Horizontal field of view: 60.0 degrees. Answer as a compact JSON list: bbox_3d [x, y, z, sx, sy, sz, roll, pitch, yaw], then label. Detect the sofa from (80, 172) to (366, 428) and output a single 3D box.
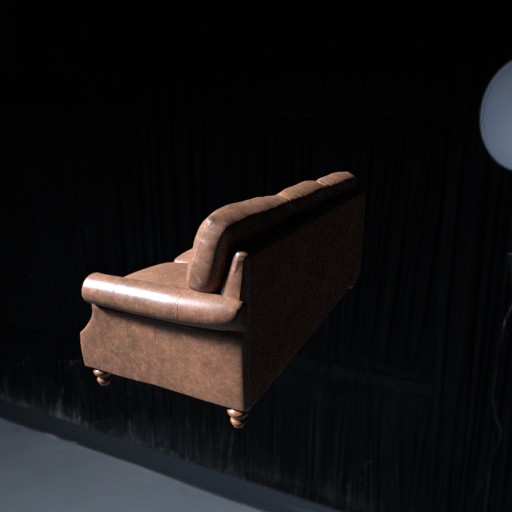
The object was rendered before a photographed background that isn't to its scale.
[{"bbox_3d":[0.000,0.000,2.950,0.973,0.977,2.351,7,18,25],"label":"sofa"}]
